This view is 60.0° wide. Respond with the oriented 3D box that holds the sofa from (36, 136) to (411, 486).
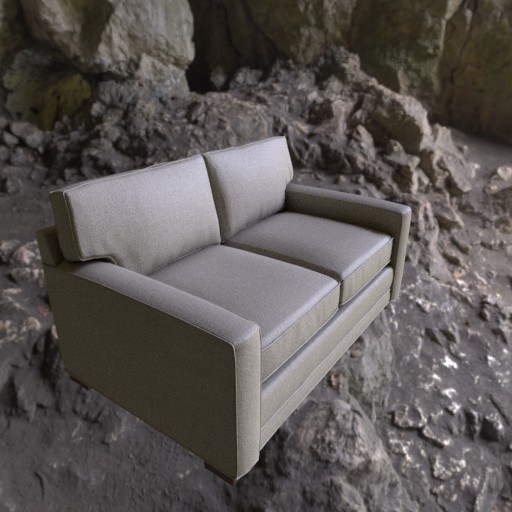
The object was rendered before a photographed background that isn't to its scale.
[{"bbox_3d":[0.000,0.000,2.012,0.940,0.853,1.484,16,29,32],"label":"sofa"}]
